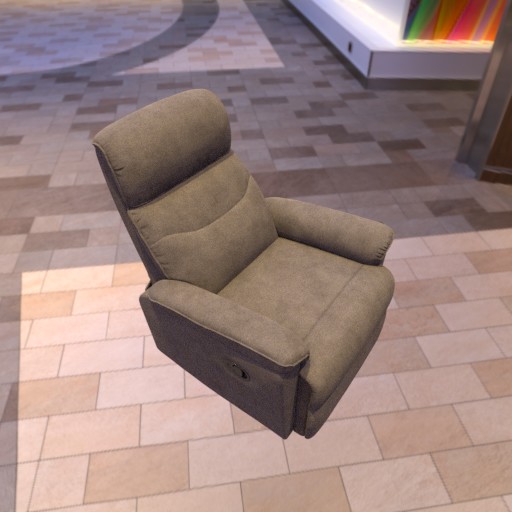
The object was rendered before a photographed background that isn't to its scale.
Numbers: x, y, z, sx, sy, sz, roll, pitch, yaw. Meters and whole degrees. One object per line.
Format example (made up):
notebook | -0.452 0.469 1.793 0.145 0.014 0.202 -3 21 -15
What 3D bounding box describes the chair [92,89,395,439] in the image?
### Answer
chair | 0.000 0.000 1.756 1.009 1.036 0.830 25 46 26
